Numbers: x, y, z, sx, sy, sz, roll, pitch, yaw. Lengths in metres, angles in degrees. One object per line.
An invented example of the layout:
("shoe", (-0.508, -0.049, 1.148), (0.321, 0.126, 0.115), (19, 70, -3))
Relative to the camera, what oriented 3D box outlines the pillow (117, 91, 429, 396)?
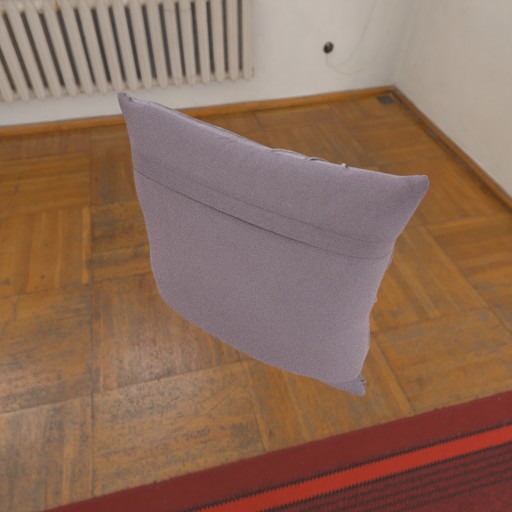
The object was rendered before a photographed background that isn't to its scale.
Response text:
("pillow", (0.000, 0.000, 0.684), (0.439, 0.440, 0.185), (23, 50, 21))
